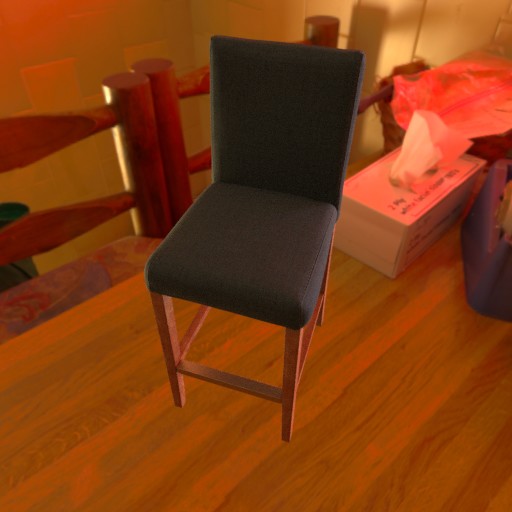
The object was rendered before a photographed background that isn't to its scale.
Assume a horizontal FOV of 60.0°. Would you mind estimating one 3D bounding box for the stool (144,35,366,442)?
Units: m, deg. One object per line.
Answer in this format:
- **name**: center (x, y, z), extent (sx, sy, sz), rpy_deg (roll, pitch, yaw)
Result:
- **stool**: center (0.000, 0.000, 1.356), extent (0.454, 1.088, 0.574), rpy_deg (13, 43, 14)
